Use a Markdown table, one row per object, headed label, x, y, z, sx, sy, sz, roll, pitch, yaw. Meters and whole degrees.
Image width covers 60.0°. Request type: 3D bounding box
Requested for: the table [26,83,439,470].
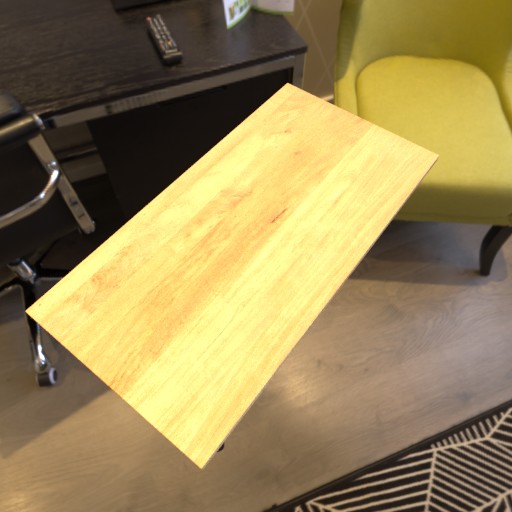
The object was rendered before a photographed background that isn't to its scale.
| label | x | y | z | sx | sy | sz | roll | pitch | yaw |
| --- | --- | --- | --- | --- | --- | --- | --- | --- | --- |
| table | 0.000 | 0.000 | 1.660 | 0.699 | 0.400 | 1.348 | 33 | 63 | 19 |
